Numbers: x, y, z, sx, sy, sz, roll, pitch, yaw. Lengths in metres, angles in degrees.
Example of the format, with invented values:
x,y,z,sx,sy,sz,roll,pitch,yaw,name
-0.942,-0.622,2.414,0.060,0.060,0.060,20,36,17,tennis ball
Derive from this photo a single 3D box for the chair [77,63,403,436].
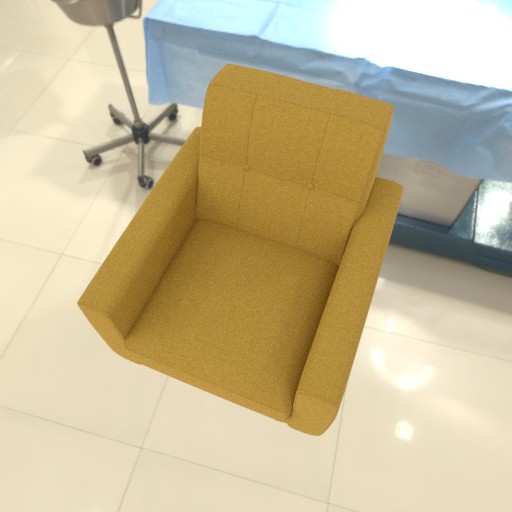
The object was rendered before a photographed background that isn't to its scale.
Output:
x,y,z,sx,sy,sz,roll,pitch,yaw,name
0.000,0.000,1.551,0.831,0.841,0.909,19,60,11,chair
